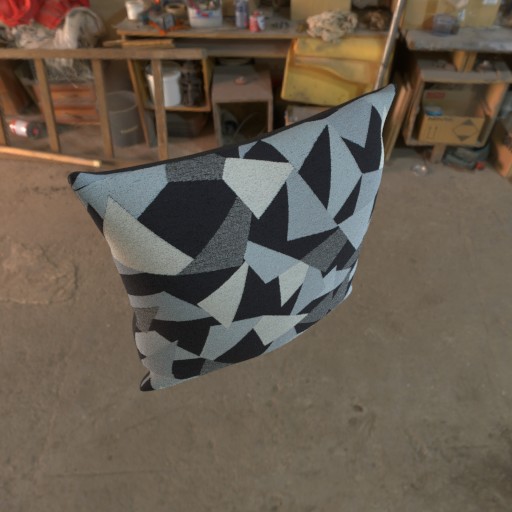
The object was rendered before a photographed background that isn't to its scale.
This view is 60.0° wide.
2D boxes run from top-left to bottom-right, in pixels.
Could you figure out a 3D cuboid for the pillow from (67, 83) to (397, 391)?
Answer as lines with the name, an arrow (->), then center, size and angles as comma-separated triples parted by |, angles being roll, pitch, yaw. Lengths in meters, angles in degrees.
pillow -> 0.000, 0.000, 0.750 | 0.503, 0.496, 0.208 | -23, 50, -20
